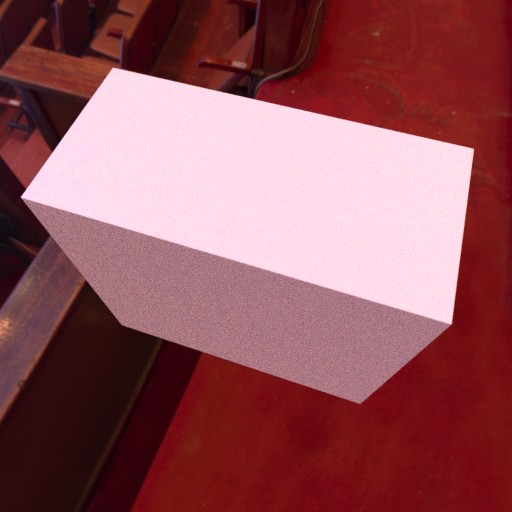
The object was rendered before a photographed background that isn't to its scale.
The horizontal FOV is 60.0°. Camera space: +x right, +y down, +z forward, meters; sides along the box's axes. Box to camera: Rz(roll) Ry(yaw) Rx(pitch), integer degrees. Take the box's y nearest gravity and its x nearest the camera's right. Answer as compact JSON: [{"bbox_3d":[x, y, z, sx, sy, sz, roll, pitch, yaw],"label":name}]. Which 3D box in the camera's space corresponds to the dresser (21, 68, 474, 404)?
[{"bbox_3d":[0.000,0.000,1.224,0.830,0.740,0.420,16,63,9],"label":"dresser"}]
